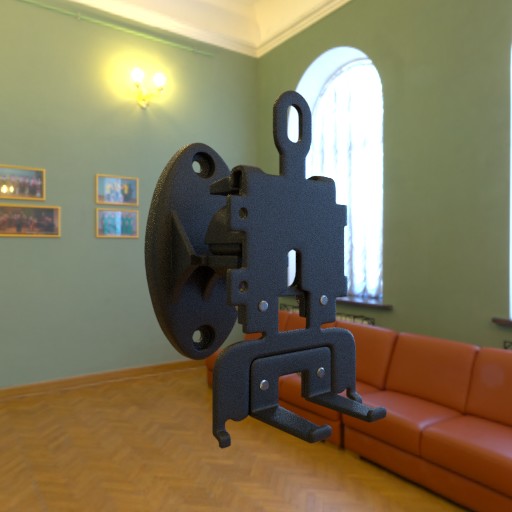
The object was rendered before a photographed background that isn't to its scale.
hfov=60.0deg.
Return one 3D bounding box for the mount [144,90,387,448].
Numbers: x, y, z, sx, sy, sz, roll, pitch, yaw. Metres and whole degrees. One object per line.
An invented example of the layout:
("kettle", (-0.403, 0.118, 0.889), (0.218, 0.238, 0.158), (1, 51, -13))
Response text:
("mount", (0.000, 0.000, 0.177), (0.066, 0.118, 0.100), (0, 1, -37))
